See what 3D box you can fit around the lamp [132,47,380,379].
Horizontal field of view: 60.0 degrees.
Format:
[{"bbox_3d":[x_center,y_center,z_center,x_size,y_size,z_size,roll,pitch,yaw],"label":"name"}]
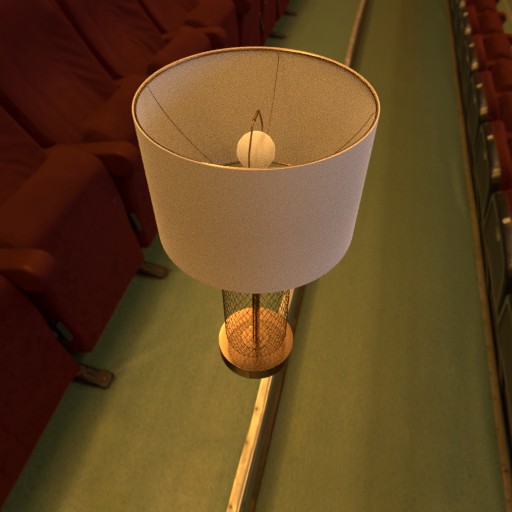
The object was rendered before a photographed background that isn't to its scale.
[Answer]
[{"bbox_3d":[0.000,0.000,0.634,0.252,0.483,0.252,10,48,9],"label":"lamp"}]
